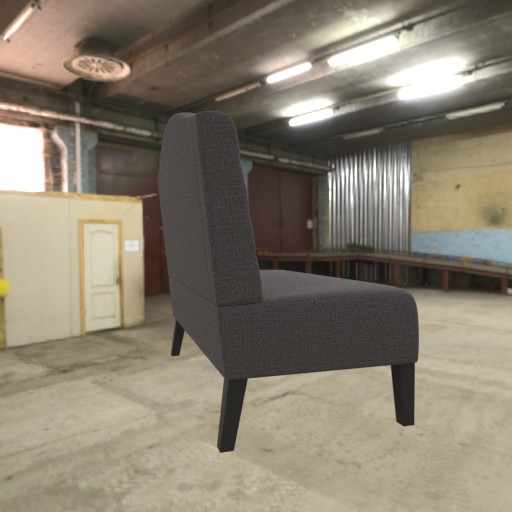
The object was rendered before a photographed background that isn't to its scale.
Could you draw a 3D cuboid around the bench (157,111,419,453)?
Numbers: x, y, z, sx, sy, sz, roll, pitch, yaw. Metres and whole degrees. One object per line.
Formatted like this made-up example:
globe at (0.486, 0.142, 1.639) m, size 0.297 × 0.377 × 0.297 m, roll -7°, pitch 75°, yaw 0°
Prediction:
bench at (0.000, 0.000, 2.062) m, size 0.815 × 1.180 × 1.335 m, roll 0°, pitch 1°, yaw -17°
